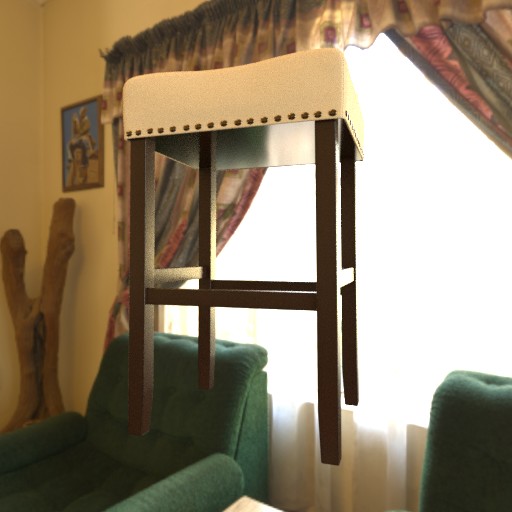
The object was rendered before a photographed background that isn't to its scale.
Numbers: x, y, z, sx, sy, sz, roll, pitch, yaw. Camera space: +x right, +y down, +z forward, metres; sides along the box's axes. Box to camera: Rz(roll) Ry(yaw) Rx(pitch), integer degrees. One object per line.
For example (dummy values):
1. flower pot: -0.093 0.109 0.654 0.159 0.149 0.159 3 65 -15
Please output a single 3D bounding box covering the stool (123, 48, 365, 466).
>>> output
1. stool: 0.000 0.000 1.046 0.471 0.762 0.401 0 0 19
